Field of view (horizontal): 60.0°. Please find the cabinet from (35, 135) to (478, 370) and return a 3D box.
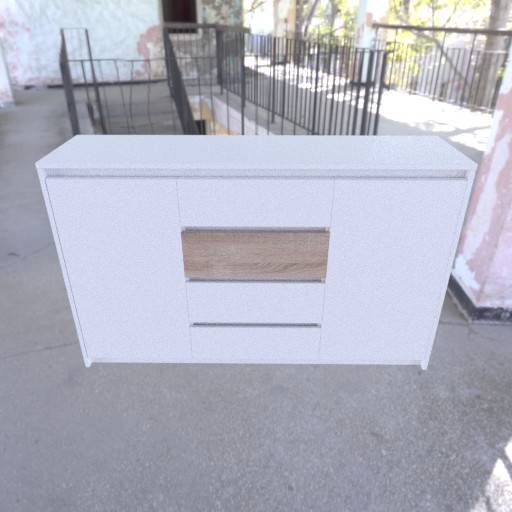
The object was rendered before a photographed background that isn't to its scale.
[{"bbox_3d":[0.000,0.000,1.835,1.450,0.900,0.380,0,29,1],"label":"cabinet"}]
